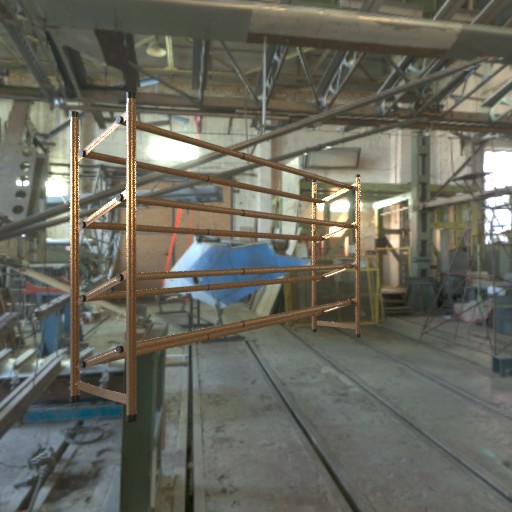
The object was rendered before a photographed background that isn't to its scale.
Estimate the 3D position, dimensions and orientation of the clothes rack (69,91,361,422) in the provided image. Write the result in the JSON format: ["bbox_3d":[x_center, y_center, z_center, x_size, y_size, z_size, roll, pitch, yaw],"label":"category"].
[{"bbox_3d":[0.000,0.000,1.430,0.229,0.672,1.168,0,0,36],"label":"clothes rack"}]
